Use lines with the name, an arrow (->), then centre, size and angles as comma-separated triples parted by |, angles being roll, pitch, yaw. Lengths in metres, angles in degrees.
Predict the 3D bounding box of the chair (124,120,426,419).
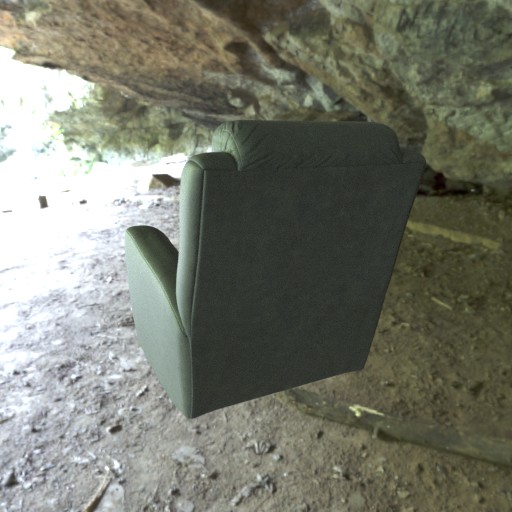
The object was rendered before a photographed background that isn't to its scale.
chair -> 0.000, 0.000, 1.943 | 0.967, 1.116, 1.068 | -8, 17, -25
